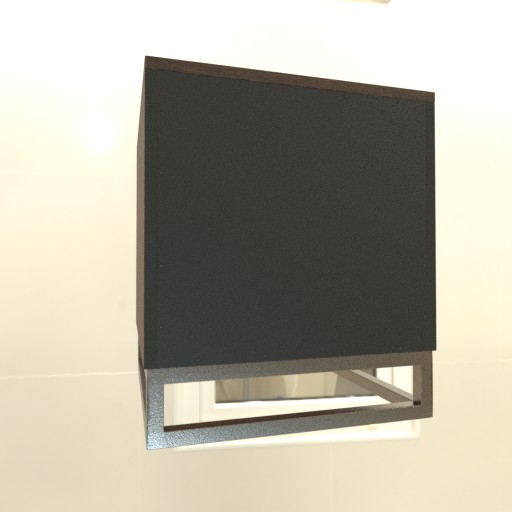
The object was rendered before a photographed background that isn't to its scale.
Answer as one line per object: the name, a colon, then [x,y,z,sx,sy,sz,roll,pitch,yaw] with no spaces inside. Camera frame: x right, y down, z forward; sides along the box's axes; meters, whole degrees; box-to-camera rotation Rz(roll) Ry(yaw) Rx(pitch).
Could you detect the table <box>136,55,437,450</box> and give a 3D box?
table: [0.000,0.000,0.990,0.506,0.582,0.566,0,-1,-16]
